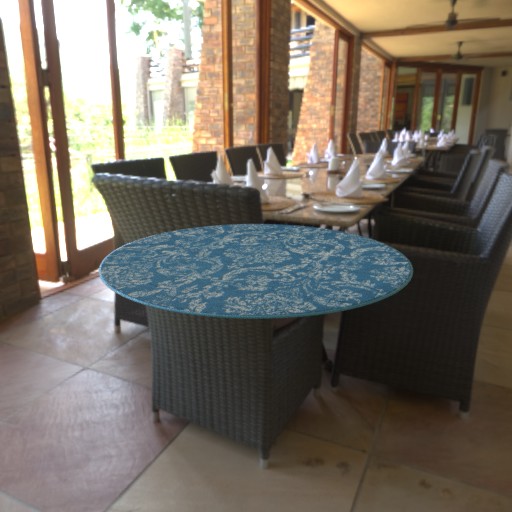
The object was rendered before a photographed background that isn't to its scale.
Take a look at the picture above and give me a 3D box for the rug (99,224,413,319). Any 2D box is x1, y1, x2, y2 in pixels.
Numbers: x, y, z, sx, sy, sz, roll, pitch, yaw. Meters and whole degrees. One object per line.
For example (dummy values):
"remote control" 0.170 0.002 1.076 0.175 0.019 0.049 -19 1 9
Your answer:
"rug" 0.000 0.000 2.372 1.593 0.012 1.593 0 16 0
